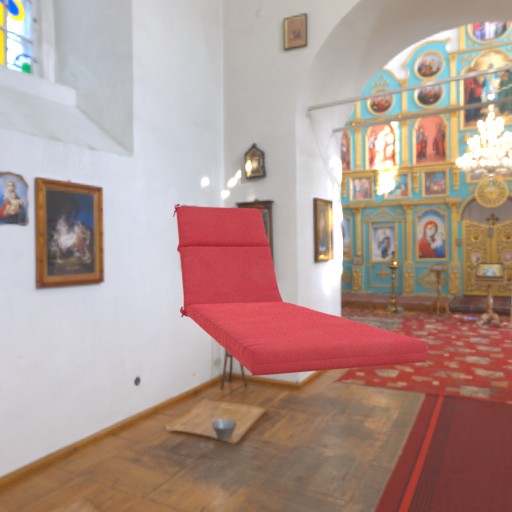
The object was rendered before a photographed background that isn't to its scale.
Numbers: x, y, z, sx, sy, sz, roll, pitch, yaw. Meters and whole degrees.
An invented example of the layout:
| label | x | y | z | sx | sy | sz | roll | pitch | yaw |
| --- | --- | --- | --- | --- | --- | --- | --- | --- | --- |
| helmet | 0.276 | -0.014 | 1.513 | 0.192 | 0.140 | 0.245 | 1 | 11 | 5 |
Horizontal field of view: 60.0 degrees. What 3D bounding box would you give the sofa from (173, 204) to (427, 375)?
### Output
| label | x | y | z | sx | sy | sz | roll | pitch | yaw |
| --- | --- | --- | --- | --- | --- | --- | --- | --- | --- |
| sofa | 0.000 | 0.000 | 1.959 | 0.582 | 0.622 | 1.663 | 0 | 0 | -17 |
